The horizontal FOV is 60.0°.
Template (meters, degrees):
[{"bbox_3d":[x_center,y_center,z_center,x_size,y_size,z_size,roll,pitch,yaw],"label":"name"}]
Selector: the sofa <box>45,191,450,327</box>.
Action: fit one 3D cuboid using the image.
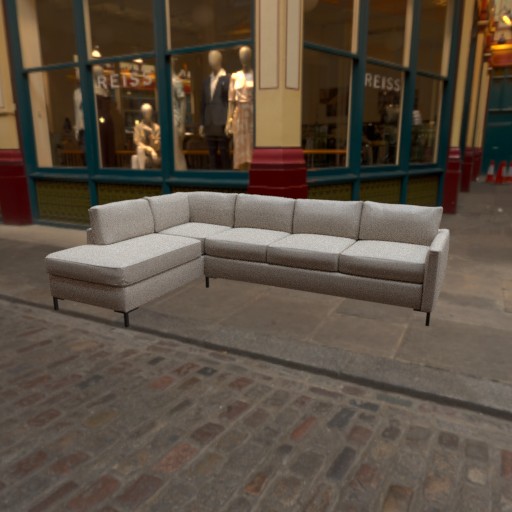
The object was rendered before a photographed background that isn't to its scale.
[{"bbox_3d":[0.000,0.000,3.148,2.423,0.703,1.617,7,16,26],"label":"sofa"}]
